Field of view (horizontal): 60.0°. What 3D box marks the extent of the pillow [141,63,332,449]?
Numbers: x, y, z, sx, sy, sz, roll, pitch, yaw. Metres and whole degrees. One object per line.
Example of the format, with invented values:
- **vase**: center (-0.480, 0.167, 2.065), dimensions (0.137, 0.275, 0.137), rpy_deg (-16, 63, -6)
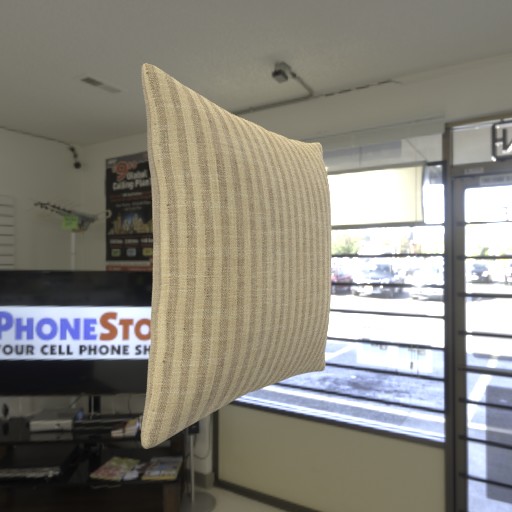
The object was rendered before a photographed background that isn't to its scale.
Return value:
- **pillow**: center (0.000, 0.000, 0.787), dimensions (0.166, 0.510, 0.523), rpy_deg (0, 0, 35)
